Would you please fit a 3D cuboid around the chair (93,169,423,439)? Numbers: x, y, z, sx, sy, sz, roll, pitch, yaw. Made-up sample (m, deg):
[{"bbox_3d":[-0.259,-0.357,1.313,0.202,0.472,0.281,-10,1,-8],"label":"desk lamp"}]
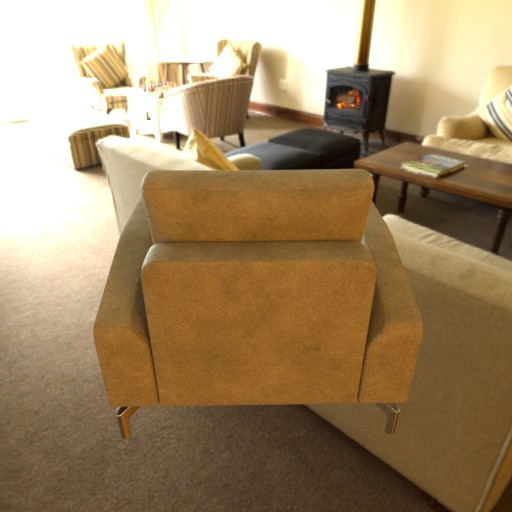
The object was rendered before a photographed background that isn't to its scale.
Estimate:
[{"bbox_3d":[0.000,0.000,1.577,0.900,0.800,0.900,-1,30,-1],"label":"chair"}]
